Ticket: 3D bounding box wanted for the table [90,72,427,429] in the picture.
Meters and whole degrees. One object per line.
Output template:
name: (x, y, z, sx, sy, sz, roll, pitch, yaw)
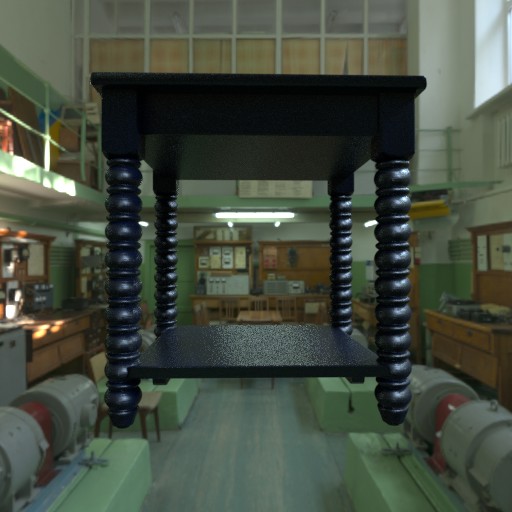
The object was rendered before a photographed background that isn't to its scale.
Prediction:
table: (0.000, 0.000, 0.939, 0.533, 0.567, 0.500, 0, -1, -2)
